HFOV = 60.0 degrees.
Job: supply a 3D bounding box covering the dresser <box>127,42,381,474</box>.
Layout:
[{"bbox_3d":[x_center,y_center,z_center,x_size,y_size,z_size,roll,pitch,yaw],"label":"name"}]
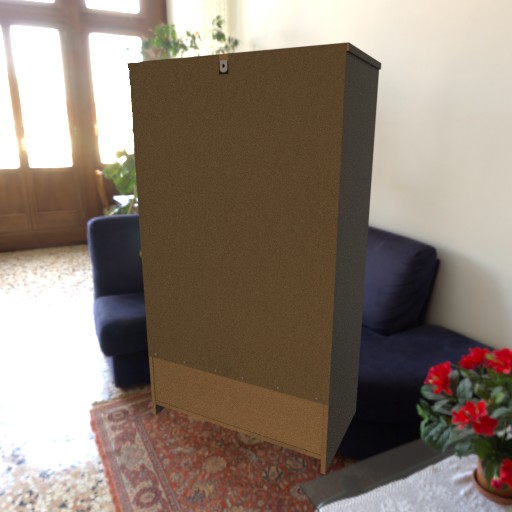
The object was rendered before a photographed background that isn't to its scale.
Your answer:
[{"bbox_3d":[0.000,0.000,1.558,0.704,1.255,0.399,8,17,26],"label":"dresser"}]
